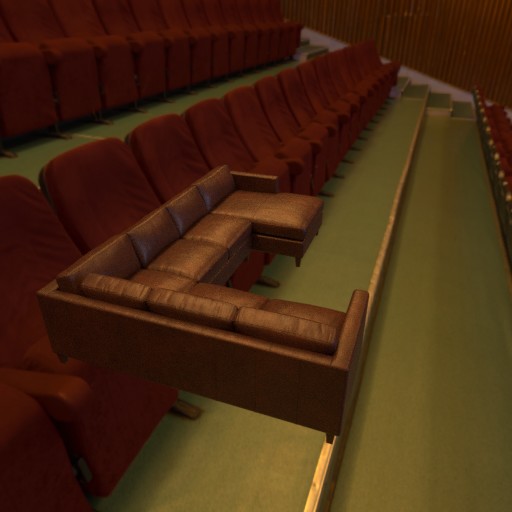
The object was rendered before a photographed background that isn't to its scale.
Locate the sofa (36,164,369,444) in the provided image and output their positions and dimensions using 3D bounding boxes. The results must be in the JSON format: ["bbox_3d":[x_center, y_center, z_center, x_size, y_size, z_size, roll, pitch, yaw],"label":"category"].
[{"bbox_3d":[0.000,0.000,4.580,2.452,0.891,3.324,10,30,18],"label":"sofa"}]
